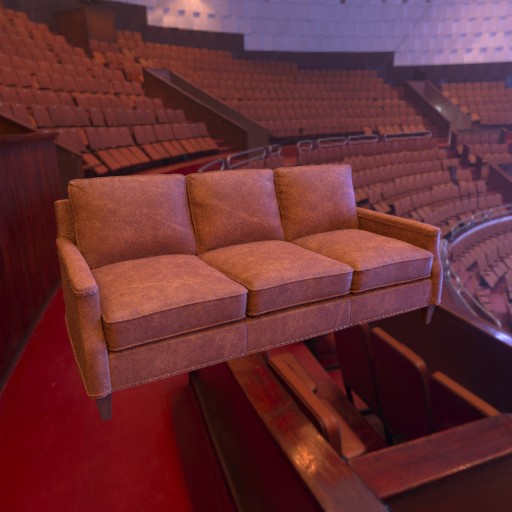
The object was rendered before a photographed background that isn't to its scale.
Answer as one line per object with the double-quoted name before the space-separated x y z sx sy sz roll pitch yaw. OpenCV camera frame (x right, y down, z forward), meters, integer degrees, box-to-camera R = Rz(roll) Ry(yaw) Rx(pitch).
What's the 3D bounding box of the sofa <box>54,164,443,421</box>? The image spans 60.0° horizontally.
"sofa" 0.000 0.000 2.780 2.246 1.003 1.084 -9 19 -27
